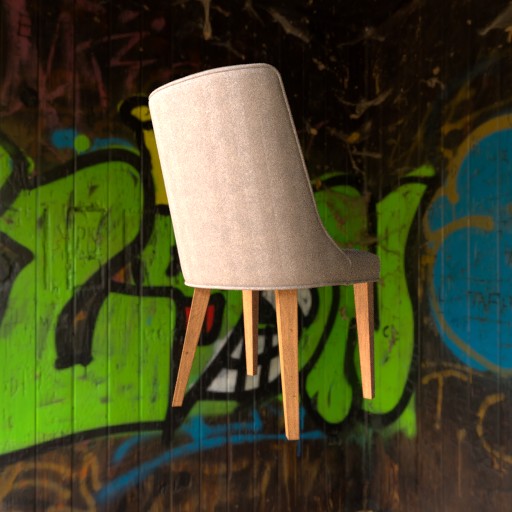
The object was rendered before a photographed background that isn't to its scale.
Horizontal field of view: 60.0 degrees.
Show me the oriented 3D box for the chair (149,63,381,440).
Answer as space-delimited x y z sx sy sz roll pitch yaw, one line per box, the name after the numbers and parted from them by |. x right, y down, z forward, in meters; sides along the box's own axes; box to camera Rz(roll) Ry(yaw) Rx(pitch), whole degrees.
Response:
0.000 0.000 1.343 0.548 0.916 0.636 0 0 37 | chair
